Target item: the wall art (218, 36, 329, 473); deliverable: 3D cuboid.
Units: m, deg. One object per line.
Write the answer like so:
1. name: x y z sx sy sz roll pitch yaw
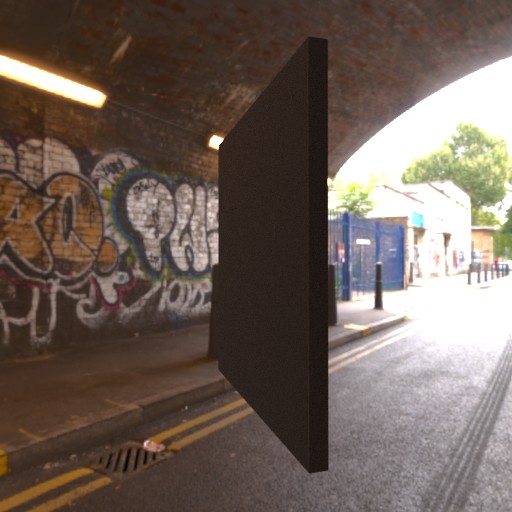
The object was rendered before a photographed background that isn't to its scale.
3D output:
1. wall art: 0.000 0.000 1.142 0.038 0.762 0.762 0 -1 -17
